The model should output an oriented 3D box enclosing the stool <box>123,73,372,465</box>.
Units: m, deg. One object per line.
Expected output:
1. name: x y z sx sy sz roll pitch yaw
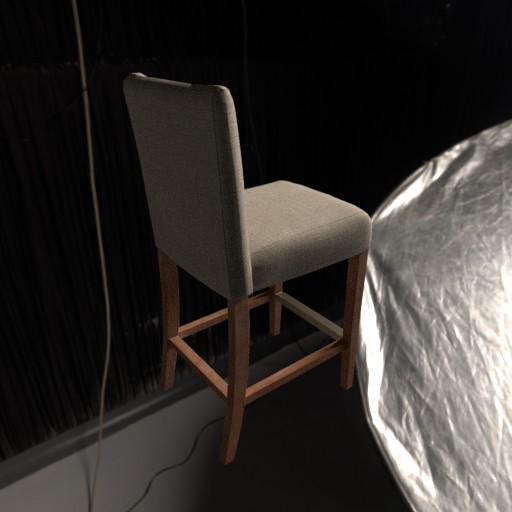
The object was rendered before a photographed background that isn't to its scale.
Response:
1. stool: 0.000 0.000 1.356 0.567 1.039 0.454 -19 33 -33
